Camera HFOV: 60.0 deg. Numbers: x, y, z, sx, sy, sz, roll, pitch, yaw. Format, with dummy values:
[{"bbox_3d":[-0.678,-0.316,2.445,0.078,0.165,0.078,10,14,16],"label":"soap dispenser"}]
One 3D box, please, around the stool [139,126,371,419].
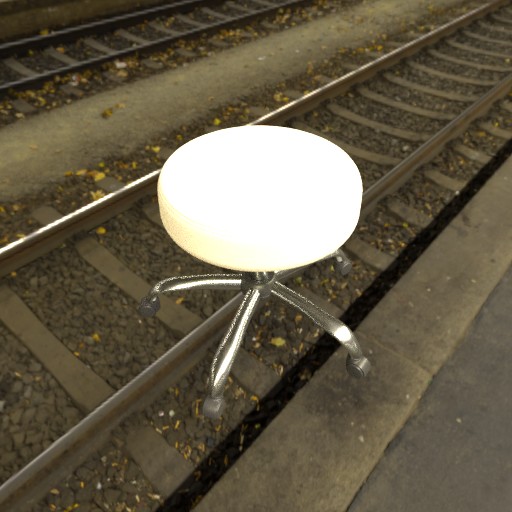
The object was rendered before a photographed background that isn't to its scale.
[{"bbox_3d":[0.000,0.000,1.050,0.634,0.482,0.614,14,44,15],"label":"stool"}]
